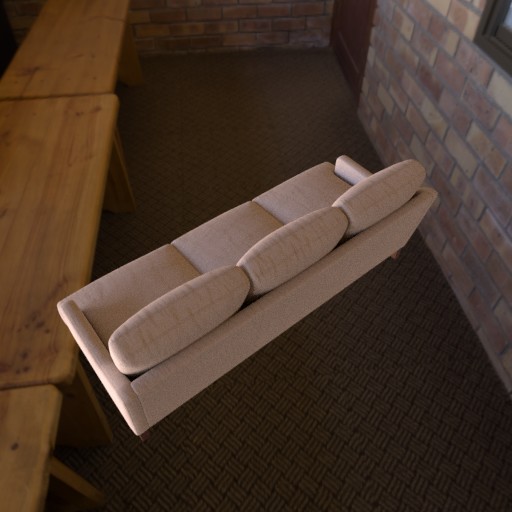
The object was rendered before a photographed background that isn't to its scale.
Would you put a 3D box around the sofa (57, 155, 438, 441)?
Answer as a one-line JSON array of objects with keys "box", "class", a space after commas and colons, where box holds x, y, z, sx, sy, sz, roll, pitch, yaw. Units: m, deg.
[{"box": [0.000, 0.000, 2.856, 2.321, 0.913, 1.000, -31, 54, -25], "class": "sofa"}]
